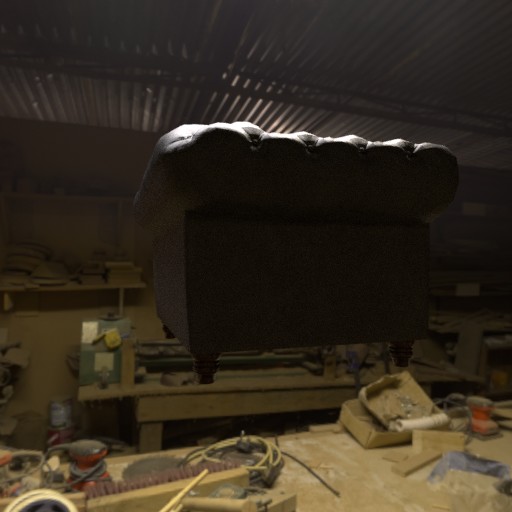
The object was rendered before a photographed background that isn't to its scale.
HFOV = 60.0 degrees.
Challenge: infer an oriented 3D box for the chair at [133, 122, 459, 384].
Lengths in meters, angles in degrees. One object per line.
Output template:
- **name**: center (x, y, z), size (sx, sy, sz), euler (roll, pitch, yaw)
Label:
- **chair**: center (0.000, 0.000, 1.837), size (0.943, 0.780, 1.298), euler (0, -1, -18)
